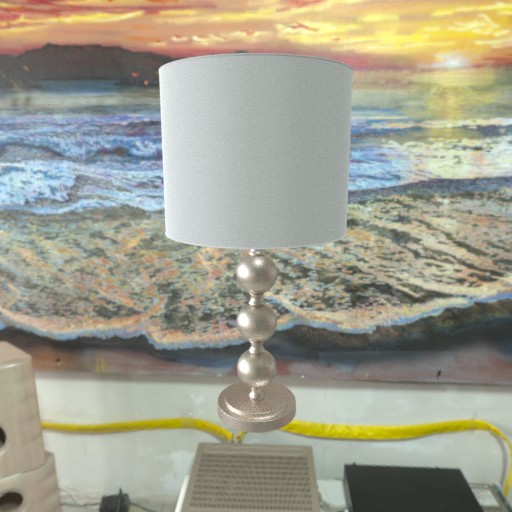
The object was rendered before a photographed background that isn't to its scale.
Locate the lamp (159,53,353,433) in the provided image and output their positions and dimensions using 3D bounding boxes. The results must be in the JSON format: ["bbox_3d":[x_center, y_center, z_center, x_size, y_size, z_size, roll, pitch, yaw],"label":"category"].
[{"bbox_3d":[0.000,0.000,0.699,0.277,0.538,0.277,-7,15,-27],"label":"lamp"}]
